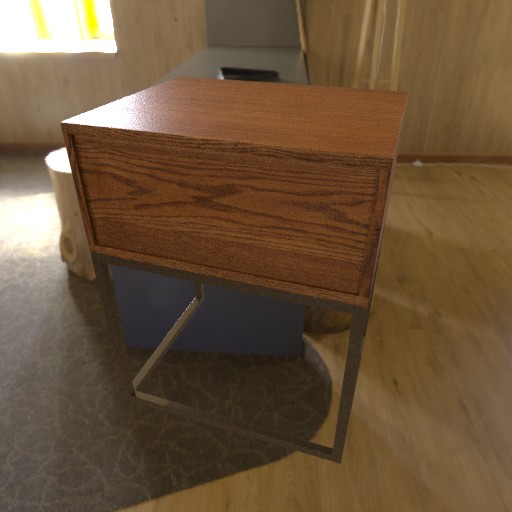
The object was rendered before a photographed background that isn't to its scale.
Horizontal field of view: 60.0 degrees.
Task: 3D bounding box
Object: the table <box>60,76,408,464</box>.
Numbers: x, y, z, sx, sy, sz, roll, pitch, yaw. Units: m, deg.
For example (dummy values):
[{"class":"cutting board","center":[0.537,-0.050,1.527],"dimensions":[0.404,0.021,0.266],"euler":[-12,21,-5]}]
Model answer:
[{"class":"table","center":[0.000,0.000,0.916],"dimensions":[0.482,0.610,0.400],"euler":[10,33,16]}]
